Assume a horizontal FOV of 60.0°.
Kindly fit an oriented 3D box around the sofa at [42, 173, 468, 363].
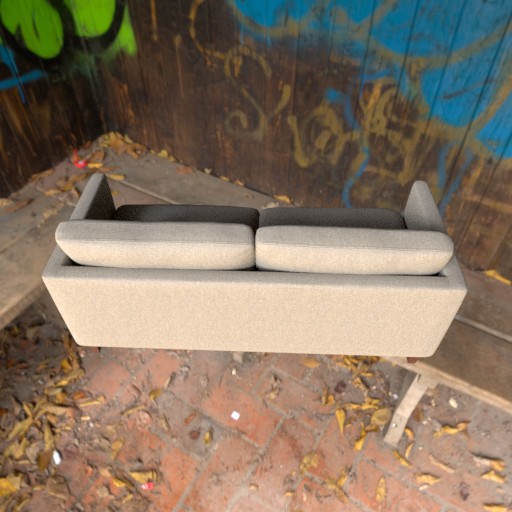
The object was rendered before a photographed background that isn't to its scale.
[{"bbox_3d":[0.000,0.000,2.768,2.208,0.963,0.956,2,46,2],"label":"sofa"}]
